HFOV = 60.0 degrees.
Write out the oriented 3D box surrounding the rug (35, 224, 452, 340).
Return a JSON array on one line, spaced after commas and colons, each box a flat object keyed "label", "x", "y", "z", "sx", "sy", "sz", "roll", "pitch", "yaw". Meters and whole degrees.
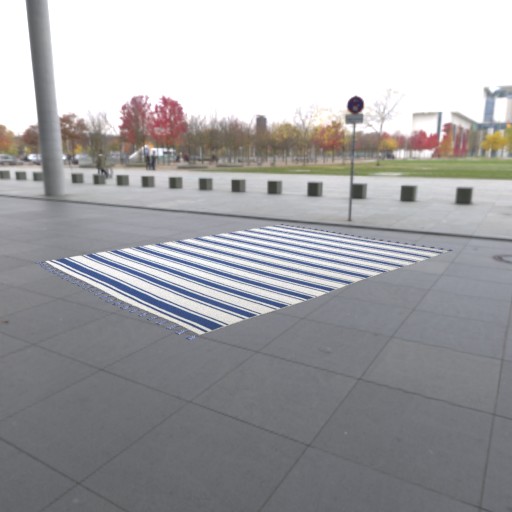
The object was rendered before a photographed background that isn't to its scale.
[{"label": "rug", "x": 0.000, "y": 0.000, "z": 4.406, "sx": 3.416, "sy": 0.016, "sz": 2.471, "roll": -12, "pitch": 18, "yaw": -42}]
